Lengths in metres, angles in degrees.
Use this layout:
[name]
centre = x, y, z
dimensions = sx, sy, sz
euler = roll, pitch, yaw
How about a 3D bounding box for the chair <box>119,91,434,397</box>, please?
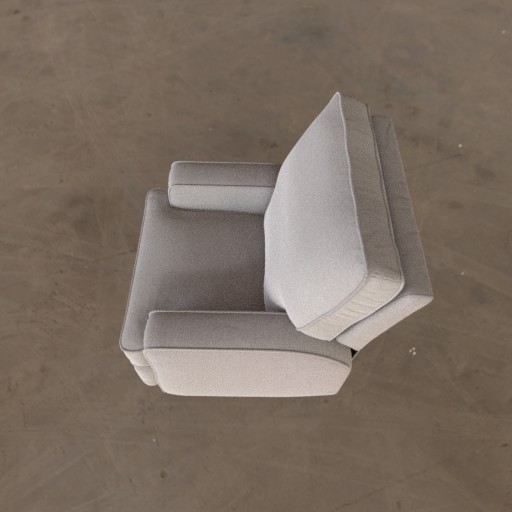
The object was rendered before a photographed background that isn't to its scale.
[chair]
centre = 0.000, 0.000, 1.695
dimensions = 0.969, 0.964, 0.861
euler = 0, 57, 0
